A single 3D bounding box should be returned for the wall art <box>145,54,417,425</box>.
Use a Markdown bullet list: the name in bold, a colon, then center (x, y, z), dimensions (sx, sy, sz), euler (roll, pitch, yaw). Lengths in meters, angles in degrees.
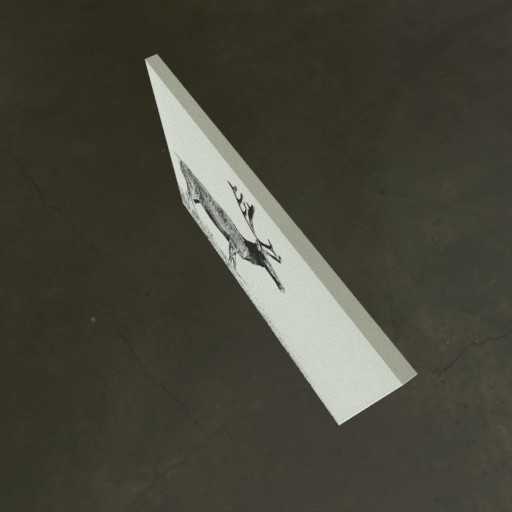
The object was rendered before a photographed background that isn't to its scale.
- **wall art**: center (0.000, 0.000, 1.163), dimensions (0.033, 0.617, 0.906), euler (-31, 67, -14)
